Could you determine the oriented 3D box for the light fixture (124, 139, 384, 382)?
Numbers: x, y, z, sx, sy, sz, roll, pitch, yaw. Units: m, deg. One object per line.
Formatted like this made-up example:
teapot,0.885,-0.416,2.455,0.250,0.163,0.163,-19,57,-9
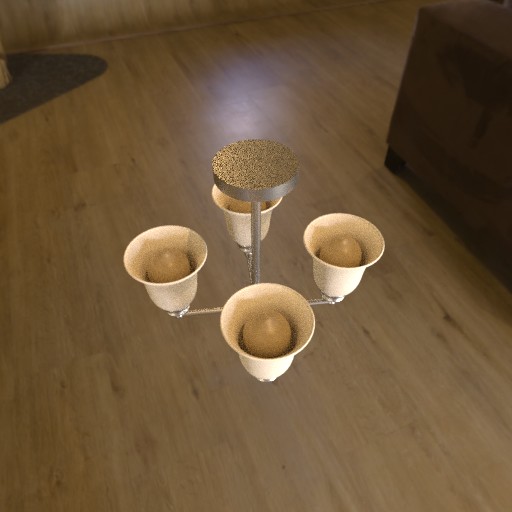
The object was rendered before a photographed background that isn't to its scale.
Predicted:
light fixture,0.000,0.000,0.744,0.427,0.370,0.427,-5,46,-4
